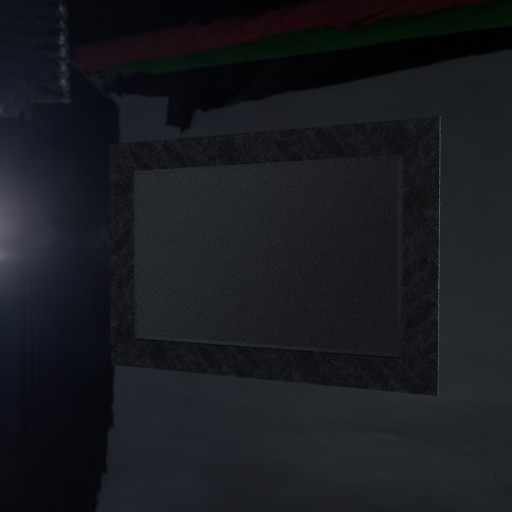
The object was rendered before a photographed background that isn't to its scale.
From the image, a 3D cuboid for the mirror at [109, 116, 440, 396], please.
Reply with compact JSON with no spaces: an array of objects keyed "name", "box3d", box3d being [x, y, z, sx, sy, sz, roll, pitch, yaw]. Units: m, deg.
[{"name":"mirror","box3d":[0.000,0.000,1.440,1.101,0.795,0.022,0,1,18]}]
